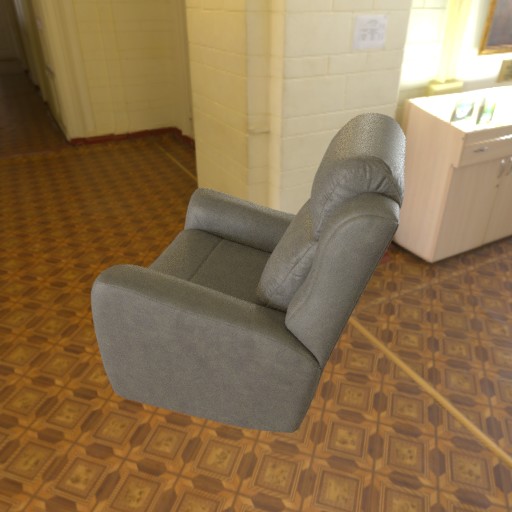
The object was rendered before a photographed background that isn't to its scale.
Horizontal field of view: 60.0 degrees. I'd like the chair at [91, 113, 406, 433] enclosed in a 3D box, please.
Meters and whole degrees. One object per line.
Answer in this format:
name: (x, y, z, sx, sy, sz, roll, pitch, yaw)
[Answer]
chair: (0.000, 0.000, 1.875, 1.068, 1.116, 0.965, 9, 32, 15)
